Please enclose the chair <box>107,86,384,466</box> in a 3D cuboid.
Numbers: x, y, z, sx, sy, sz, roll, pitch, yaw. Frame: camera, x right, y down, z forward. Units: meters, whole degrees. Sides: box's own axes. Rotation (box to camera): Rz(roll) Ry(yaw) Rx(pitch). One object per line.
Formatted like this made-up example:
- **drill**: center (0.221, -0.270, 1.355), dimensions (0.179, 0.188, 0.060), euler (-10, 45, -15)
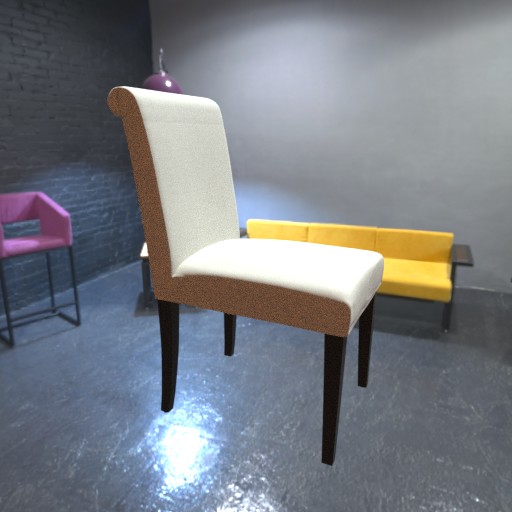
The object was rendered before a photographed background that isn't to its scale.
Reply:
- **chair**: center (0.000, 0.000, 1.373), dimensions (0.708, 0.976, 0.452), euler (7, 17, 25)
